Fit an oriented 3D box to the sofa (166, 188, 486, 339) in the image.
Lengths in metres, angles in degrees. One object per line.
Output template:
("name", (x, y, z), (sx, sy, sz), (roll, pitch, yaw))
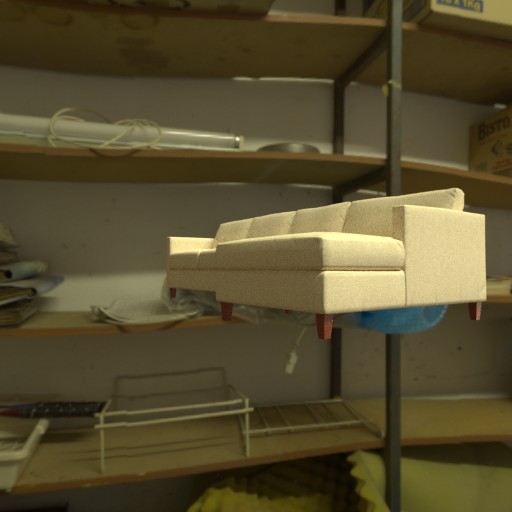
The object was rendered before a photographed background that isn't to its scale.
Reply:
("sofa", (0.000, 0.000, 4.097), (1.603, 0.954, 3.471), (1, -2, -35))
